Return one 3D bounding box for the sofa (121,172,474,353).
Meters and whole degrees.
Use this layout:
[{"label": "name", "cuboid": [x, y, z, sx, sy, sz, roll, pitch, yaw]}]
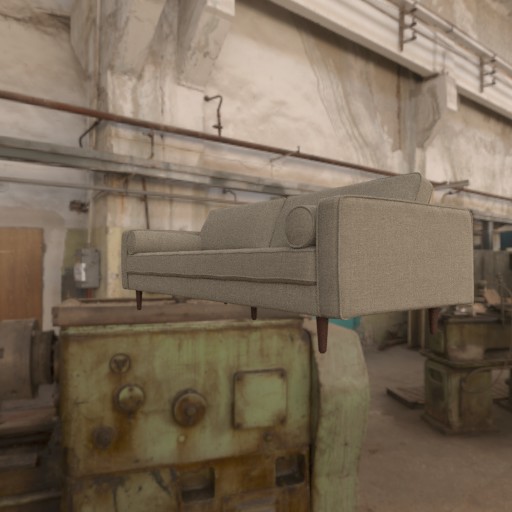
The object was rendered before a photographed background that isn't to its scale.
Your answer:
[{"label": "sofa", "cuboid": [0.000, 0.000, 2.651, 0.914, 0.762, 2.211, 1, -1, -36]}]
